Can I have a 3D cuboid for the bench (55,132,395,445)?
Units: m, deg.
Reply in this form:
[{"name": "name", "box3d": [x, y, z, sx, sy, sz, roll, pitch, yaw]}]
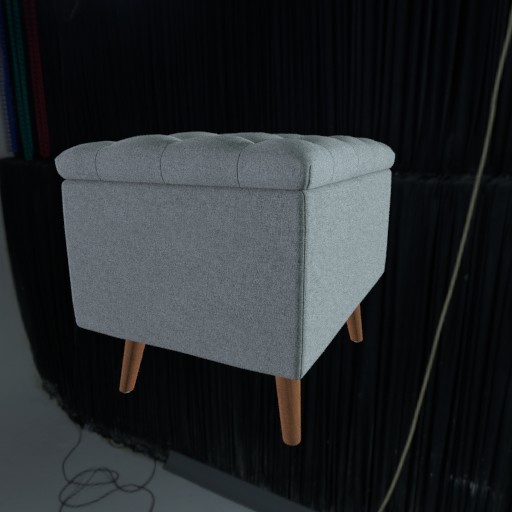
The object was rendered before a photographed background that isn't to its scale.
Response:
[{"name": "bench", "box3d": [0.000, 0.000, 0.878, 0.417, 0.469, 0.572, 7, 16, 25]}]
